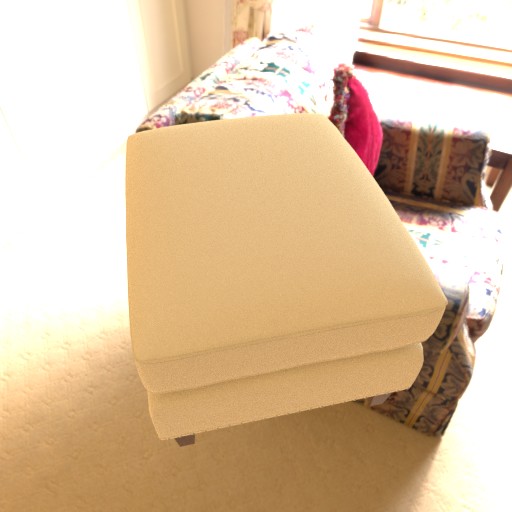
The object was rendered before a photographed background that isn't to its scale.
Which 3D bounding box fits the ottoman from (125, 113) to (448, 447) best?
[{"bbox_3d":[0.000,0.000,1.133,0.584,0.513,0.741,-9,46,-9],"label":"ottoman"}]
